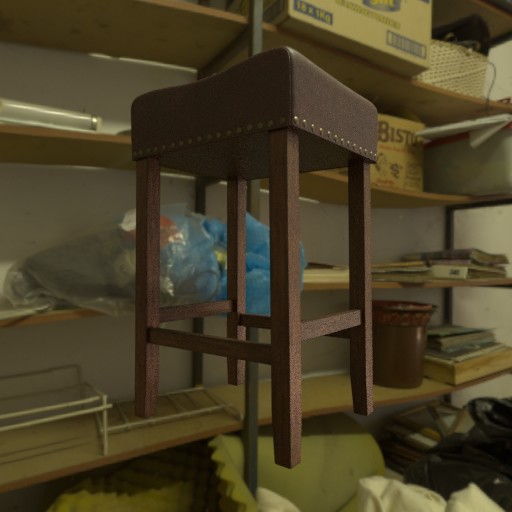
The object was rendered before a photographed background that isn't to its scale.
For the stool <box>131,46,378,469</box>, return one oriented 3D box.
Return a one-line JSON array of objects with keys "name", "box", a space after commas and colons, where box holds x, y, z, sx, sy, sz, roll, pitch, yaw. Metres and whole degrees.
[{"name": "stool", "box": [0.000, 0.000, 1.075, 0.465, 0.769, 0.401, 0, 0, 37]}]
